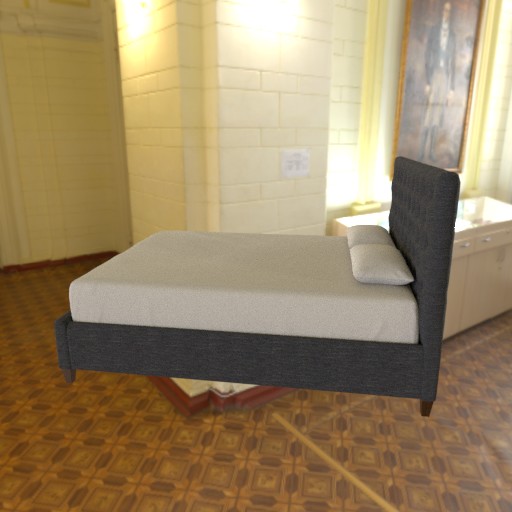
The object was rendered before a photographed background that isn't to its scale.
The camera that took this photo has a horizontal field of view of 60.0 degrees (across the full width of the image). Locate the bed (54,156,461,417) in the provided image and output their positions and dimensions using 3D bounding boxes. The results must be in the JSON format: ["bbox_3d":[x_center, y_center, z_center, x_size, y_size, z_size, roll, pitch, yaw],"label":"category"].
[{"bbox_3d":[0.000,0.000,3.381,2.387,1.427,1.698,2,16,9],"label":"bed"}]
